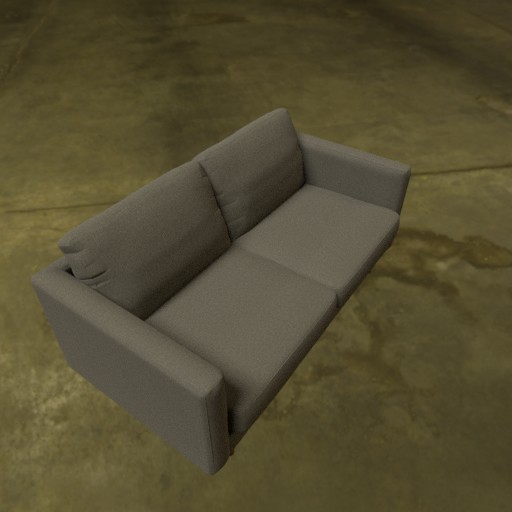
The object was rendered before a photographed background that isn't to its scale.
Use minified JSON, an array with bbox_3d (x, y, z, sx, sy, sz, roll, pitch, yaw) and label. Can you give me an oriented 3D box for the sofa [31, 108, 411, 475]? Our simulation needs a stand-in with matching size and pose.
[{"bbox_3d":[0.000,0.000,2.165,0.940,0.866,1.713,25,47,26],"label":"sofa"}]
